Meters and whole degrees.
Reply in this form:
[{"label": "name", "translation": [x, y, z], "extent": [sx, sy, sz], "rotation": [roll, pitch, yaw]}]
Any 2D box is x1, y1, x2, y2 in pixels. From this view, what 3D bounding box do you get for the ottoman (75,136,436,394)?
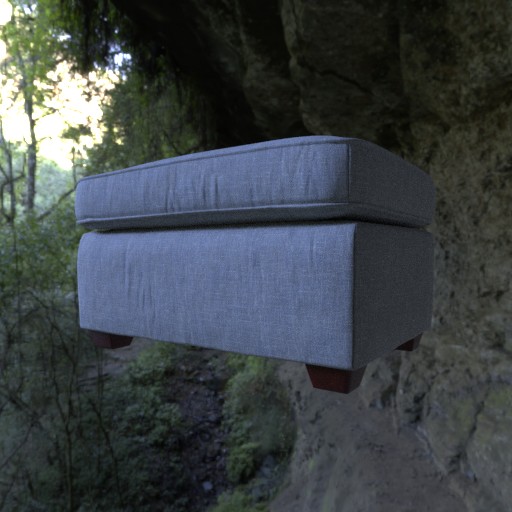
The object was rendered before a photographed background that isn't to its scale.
[{"label": "ottoman", "translation": [0.000, 0.000, 1.106], "extent": [0.762, 0.457, 0.559], "rotation": [0, 0, 34]}]
